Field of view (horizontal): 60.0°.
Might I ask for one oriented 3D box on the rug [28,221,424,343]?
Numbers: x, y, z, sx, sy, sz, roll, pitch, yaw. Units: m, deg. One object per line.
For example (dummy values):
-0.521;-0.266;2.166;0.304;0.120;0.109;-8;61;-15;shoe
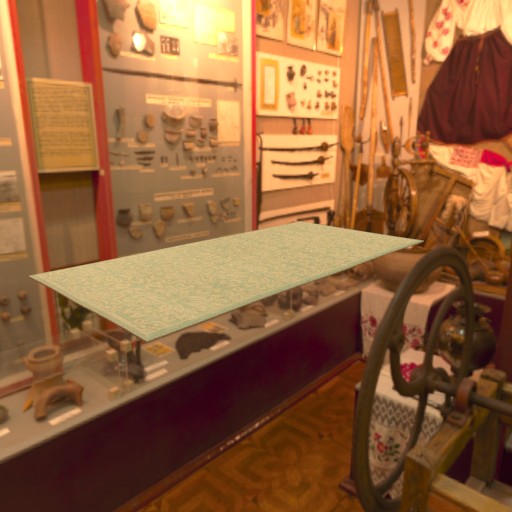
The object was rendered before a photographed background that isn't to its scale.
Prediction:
0.000;0.000;1.466;0.604;0.007;1.219;14;20;42;rug
